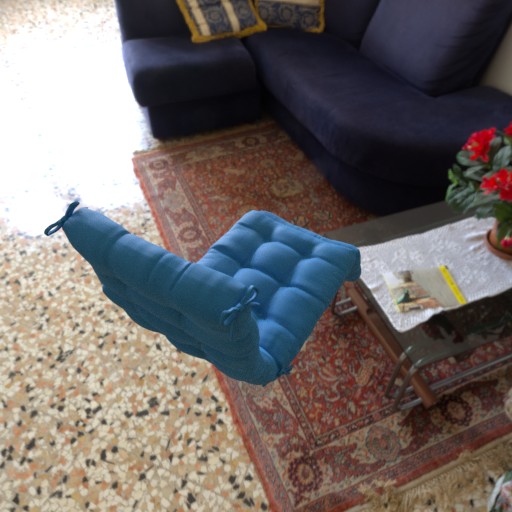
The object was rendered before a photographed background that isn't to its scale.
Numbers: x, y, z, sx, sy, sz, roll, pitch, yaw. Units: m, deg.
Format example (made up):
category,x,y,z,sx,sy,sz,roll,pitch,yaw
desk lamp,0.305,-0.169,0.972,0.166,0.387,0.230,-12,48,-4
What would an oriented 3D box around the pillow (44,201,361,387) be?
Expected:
category,x,y,z,sx,sy,sz,roll,pitch,yaw
pillow,0.000,0.000,1.480,0.526,0.863,1.016,24,51,22
